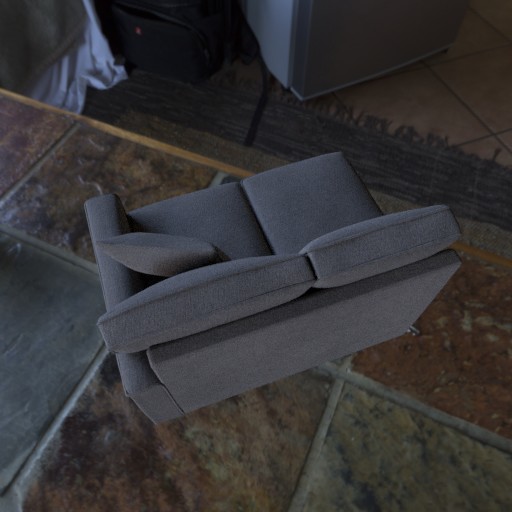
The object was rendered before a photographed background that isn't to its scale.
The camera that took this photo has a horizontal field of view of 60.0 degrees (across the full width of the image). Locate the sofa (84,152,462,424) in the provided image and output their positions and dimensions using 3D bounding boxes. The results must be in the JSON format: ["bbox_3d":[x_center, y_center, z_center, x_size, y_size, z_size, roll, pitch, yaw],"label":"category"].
[{"bbox_3d":[0.000,0.000,2.102,1.388,0.989,0.991,-17,60,-10],"label":"sofa"}]
